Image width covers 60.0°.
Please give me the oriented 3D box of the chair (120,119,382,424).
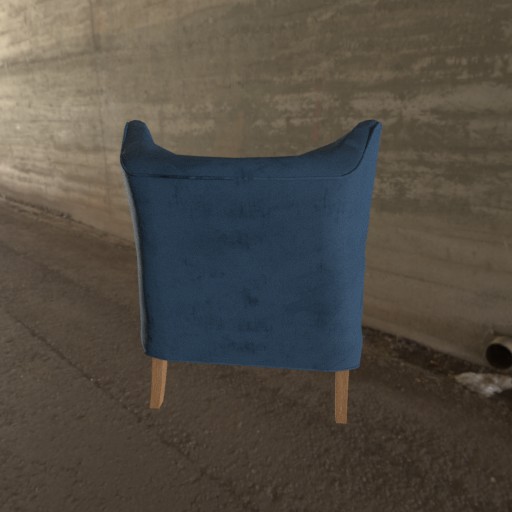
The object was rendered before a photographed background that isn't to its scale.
[{"bbox_3d":[0.000,0.000,1.623,0.793,0.952,0.910,2,17,7],"label":"chair"}]
